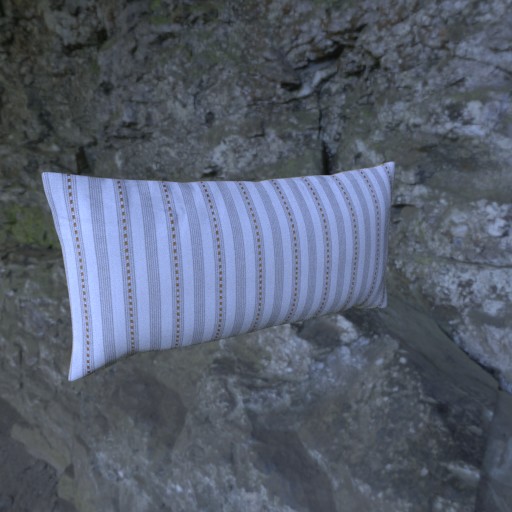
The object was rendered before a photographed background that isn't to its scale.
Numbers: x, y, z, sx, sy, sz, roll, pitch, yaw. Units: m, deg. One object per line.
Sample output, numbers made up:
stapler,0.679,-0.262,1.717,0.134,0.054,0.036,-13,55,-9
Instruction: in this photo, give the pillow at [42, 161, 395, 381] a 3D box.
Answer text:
pillow,0.000,0.000,0.730,0.608,0.291,0.151,-8,17,-27
